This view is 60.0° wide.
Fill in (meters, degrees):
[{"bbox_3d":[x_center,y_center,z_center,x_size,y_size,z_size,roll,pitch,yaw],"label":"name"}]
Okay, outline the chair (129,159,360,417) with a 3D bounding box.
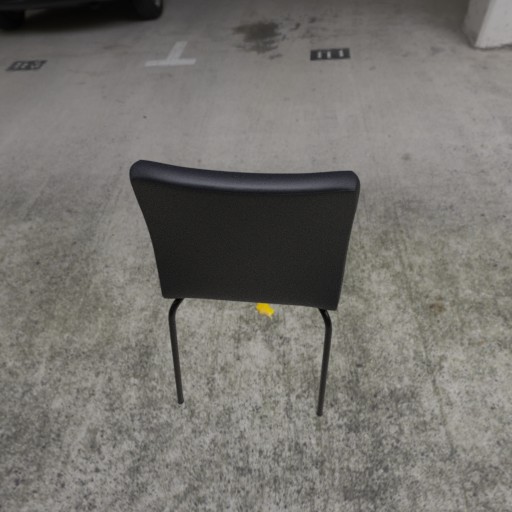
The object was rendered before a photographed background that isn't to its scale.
[{"bbox_3d":[0.000,0.000,1.176,0.450,0.872,0.572,4,45,4],"label":"chair"}]
